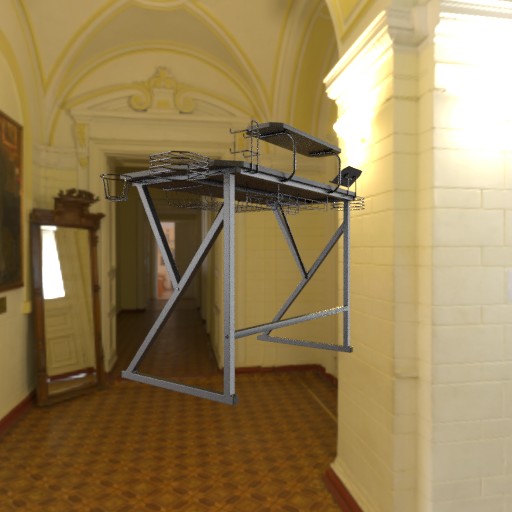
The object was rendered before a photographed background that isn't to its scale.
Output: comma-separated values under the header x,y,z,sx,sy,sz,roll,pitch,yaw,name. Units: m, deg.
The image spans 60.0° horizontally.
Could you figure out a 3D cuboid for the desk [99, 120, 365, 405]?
x,y,z,sx,sy,sz,roll,pitch,yaw,name
0.000,0.000,1.798,0.580,0.880,1.290,0,0,35,desk
